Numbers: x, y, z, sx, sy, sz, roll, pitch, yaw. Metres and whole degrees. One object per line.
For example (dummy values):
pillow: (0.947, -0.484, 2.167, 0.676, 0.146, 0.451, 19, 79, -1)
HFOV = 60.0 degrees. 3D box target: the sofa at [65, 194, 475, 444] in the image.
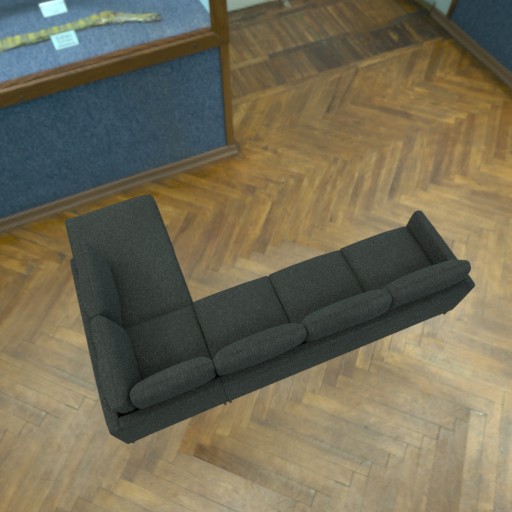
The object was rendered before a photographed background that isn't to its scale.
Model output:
sofa: (0.000, 0.000, 3.805, 2.949, 0.815, 2.007, -19, 62, -11)
